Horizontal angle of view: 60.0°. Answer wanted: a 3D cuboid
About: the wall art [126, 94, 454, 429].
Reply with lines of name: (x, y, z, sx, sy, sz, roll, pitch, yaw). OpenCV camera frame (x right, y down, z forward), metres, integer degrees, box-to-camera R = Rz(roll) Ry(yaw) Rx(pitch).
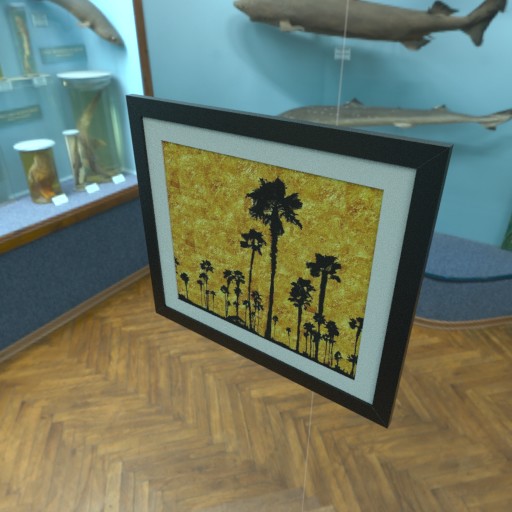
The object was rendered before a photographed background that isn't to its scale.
wall art: (0.000, 0.000, 0.532, 0.383, 0.332, 0.012, 19, 35, 30)
